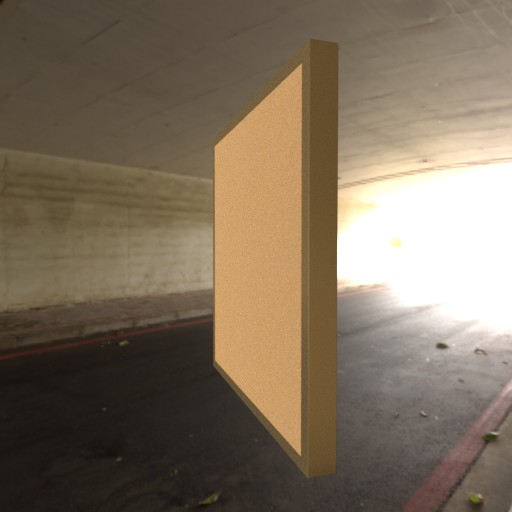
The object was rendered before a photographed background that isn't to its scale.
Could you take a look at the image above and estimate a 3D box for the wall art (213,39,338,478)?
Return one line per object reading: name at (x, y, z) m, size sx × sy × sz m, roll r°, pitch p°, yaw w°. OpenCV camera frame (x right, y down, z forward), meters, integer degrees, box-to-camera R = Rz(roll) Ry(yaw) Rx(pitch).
wall art at (0.000, 0.000, 0.455) m, size 0.023 × 0.305 × 0.305 m, roll 0°, pitch 1°, yaw -18°
